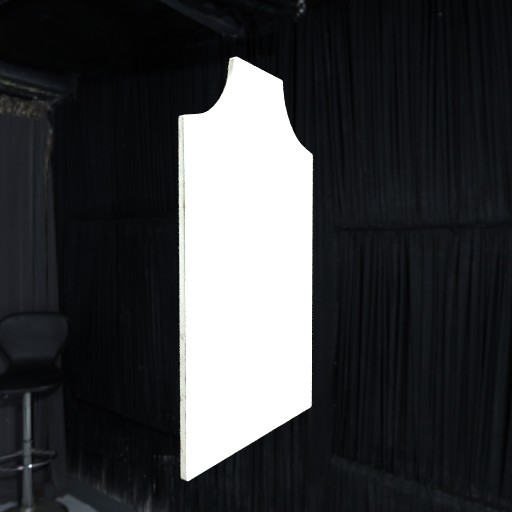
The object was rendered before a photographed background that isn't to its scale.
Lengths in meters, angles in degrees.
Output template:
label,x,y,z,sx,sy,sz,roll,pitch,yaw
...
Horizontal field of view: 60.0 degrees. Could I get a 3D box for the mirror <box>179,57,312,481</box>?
label,x,y,z,sx,sy,sz,roll,pitch,yaw
mirror,0.000,0.000,0.871,0.022,0.717,0.403,2,3,37
